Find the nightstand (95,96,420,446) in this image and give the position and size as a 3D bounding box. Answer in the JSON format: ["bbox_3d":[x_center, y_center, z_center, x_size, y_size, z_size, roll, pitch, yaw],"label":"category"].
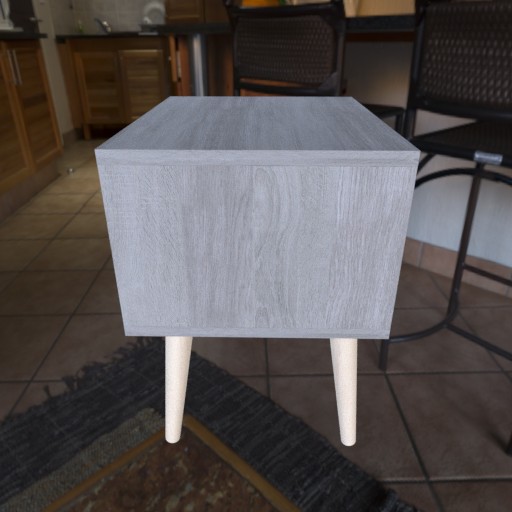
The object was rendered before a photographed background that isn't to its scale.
[{"bbox_3d":[0.000,0.000,0.818,0.380,0.500,0.450,1,27,1],"label":"nightstand"}]
